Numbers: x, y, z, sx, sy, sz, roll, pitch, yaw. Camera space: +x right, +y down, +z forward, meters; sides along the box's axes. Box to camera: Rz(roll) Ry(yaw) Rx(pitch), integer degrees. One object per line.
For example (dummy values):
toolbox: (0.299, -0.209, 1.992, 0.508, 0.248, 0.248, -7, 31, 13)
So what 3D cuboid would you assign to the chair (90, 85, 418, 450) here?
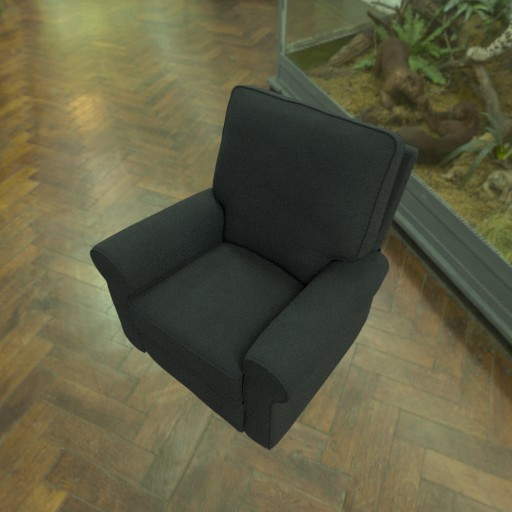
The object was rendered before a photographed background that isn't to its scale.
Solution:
chair: (0.000, 0.000, 1.666, 0.890, 0.961, 0.878, 29, 52, 26)
